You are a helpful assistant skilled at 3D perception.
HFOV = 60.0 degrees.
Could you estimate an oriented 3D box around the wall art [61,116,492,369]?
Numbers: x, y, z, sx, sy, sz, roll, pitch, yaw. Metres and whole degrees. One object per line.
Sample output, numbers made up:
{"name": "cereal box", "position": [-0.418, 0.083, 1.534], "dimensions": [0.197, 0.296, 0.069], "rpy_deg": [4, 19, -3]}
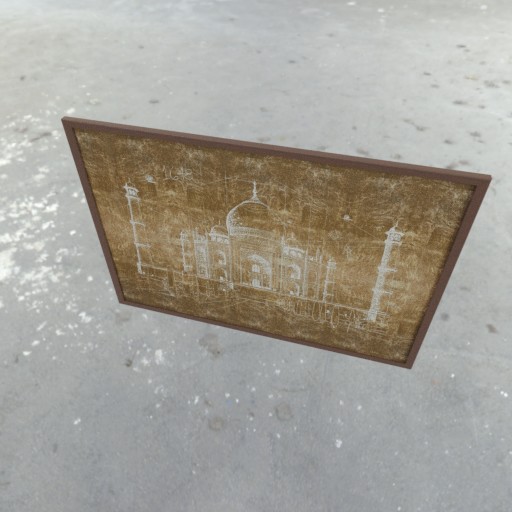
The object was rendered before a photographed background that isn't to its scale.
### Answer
{"name": "wall art", "position": [0.000, 0.000, 0.818], "dimensions": [0.660, 0.455, 0.014], "rpy_deg": [11, 44, 11]}
